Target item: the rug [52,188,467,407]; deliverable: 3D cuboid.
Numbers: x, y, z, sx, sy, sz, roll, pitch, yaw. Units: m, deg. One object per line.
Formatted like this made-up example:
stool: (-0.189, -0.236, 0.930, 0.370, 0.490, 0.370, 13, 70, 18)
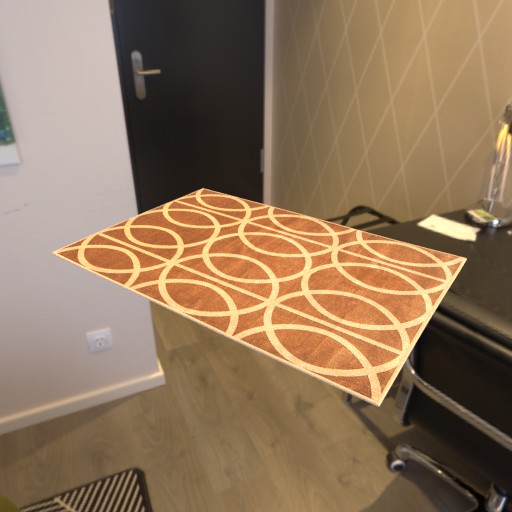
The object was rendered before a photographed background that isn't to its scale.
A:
rug: (0.000, 0.000, 2.921, 2.290, 0.014, 1.526, 19, 34, 30)
